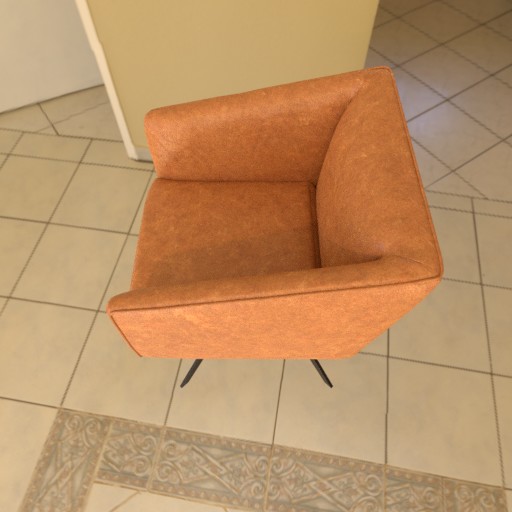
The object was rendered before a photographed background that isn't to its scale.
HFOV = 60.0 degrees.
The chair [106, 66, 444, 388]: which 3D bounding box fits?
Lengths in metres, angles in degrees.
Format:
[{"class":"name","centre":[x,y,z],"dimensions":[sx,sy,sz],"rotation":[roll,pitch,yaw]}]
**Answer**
[{"class":"chair","centre":[0.000,0.000,1.192],"dimensions":[0.625,0.760,0.588],"rotation":[0,57,0]}]
